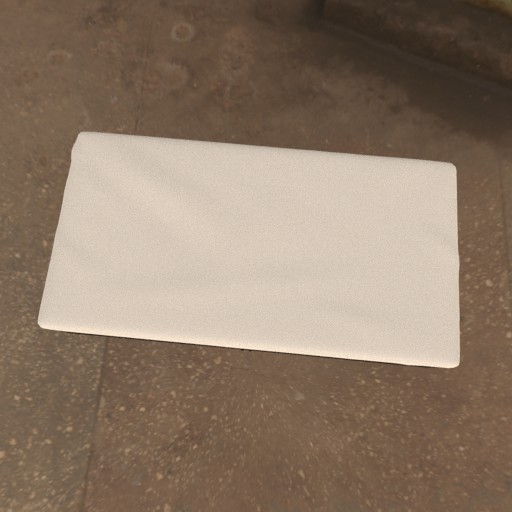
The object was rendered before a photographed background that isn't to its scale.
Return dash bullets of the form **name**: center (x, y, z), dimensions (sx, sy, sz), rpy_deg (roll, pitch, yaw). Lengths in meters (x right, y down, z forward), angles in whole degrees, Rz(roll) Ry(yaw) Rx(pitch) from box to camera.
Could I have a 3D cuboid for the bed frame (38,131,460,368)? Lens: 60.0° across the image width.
- **bed frame**: center (0.000, 0.000, 2.325), dimensions (1.903, 0.619, 0.989), rpy_deg (5, 76, 1)
